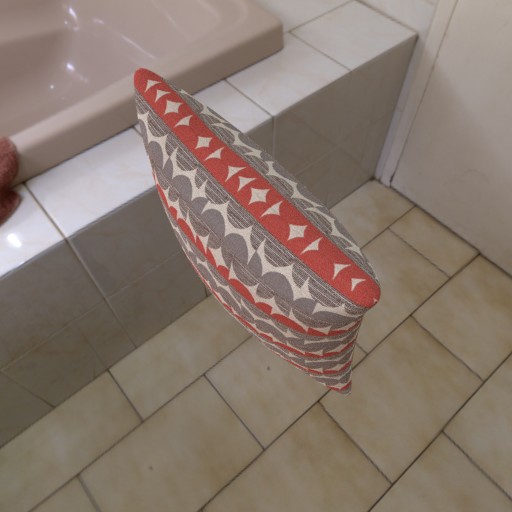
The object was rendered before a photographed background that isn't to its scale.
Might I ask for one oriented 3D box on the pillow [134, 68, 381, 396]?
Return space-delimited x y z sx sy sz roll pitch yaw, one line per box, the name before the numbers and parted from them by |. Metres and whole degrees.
pillow | 0.000 0.000 0.644 0.180 0.410 0.420 -33 63 -19
